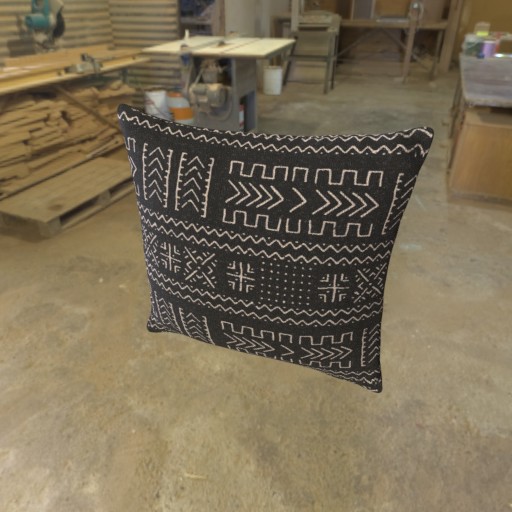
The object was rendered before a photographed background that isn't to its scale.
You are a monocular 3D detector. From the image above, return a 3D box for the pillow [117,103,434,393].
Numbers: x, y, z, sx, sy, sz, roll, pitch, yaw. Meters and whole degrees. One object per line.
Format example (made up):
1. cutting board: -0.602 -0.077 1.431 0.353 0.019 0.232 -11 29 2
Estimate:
1. pillow: 0.000 0.000 0.680 0.438 0.430 0.164 11 33 17
